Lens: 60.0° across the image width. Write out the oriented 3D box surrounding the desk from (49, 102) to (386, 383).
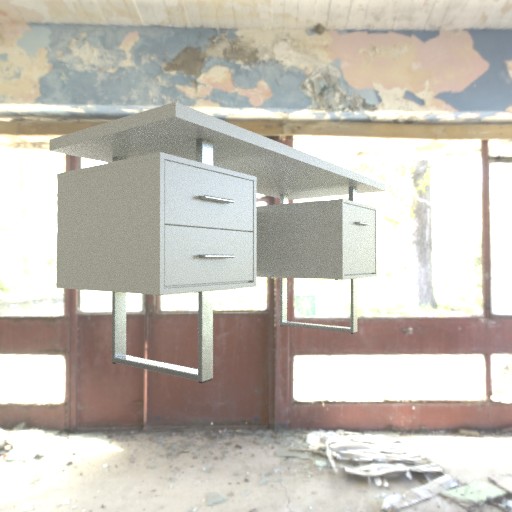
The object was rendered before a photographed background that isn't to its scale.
[{"bbox_3d":[0.000,0.000,1.921,0.603,0.773,1.530,0,-1,36],"label":"desk"}]
